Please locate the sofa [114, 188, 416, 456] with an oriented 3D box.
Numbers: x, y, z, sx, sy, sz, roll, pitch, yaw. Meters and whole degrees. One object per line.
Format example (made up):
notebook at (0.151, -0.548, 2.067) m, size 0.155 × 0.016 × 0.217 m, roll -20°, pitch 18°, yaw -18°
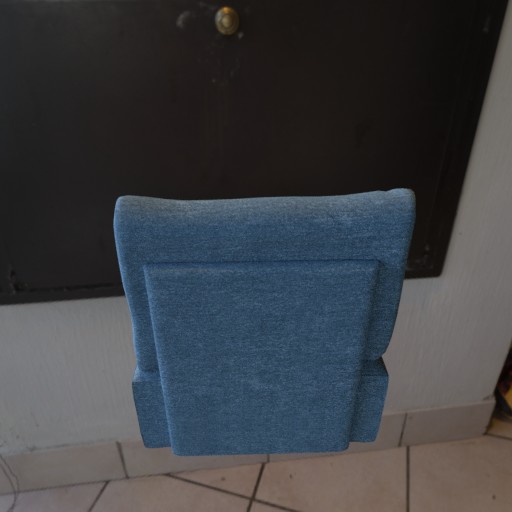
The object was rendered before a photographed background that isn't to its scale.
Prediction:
sofa at (0.000, 0.000, 1.530) m, size 0.700 × 0.820 × 1.000 m, roll -1°, pitch 30°, yaw -2°
